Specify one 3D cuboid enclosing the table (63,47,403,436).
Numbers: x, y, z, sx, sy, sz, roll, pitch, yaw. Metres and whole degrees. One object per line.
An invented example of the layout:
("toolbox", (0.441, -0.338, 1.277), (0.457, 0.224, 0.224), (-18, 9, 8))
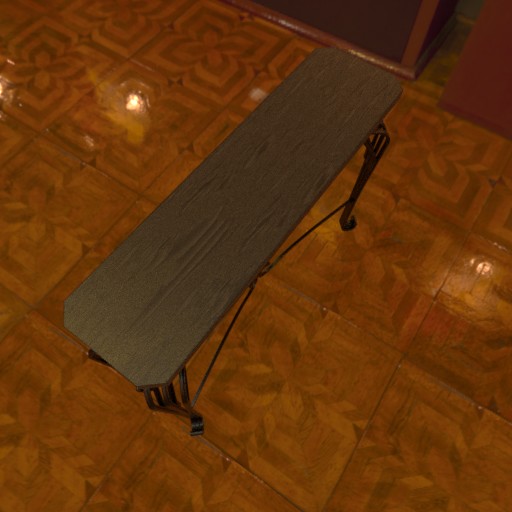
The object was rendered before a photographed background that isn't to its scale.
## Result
("table", (0.000, 0.000, 1.448), (0.329, 0.800, 1.112), (33, 67, 16))
